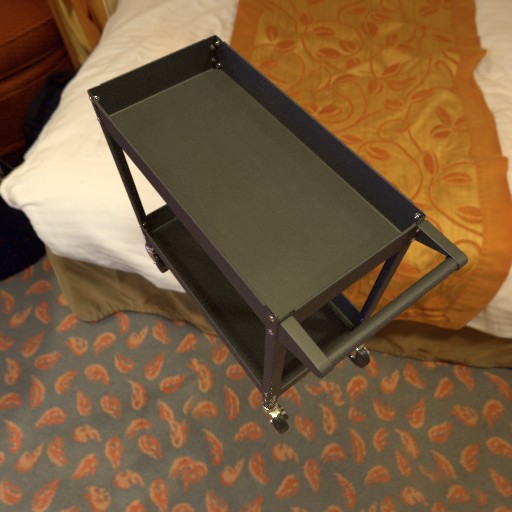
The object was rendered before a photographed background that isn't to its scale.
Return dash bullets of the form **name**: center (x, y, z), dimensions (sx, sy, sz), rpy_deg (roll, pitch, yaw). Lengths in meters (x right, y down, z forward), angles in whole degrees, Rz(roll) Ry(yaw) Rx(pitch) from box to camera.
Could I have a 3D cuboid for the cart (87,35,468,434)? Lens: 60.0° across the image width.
- **cart**: center (0.000, 0.000, 1.156), dimensions (0.366, 0.719, 0.779), rpy_deg (-33, 64, -18)
